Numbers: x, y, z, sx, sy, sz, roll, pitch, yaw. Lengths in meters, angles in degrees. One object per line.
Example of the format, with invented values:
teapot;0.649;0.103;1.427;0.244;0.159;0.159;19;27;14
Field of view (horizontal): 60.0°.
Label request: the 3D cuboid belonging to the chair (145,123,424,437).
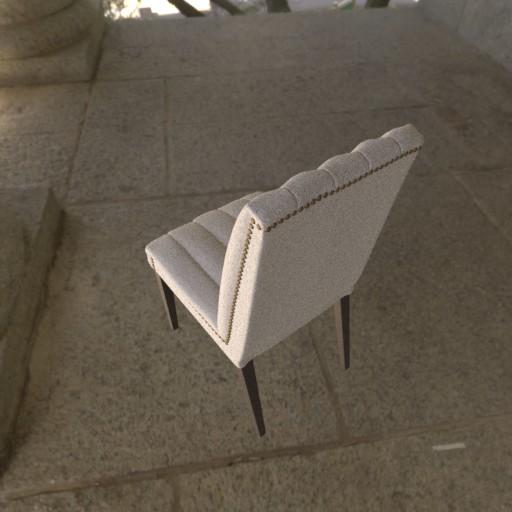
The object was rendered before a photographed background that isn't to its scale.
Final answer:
chair;0.000;0.000;1.420;0.511;1.016;0.647;-29;52;-26
